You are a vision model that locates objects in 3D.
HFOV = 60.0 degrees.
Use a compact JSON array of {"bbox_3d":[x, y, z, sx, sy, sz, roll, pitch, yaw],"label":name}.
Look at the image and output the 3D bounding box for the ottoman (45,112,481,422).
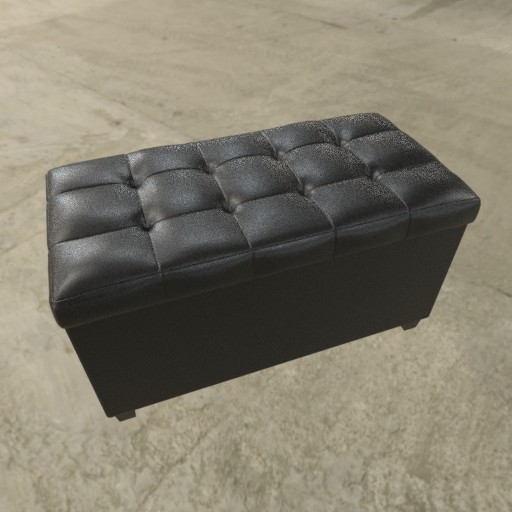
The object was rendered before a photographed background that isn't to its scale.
[{"bbox_3d":[0.000,0.000,1.067,0.838,0.470,0.432,-14,45,-14],"label":"ottoman"}]
